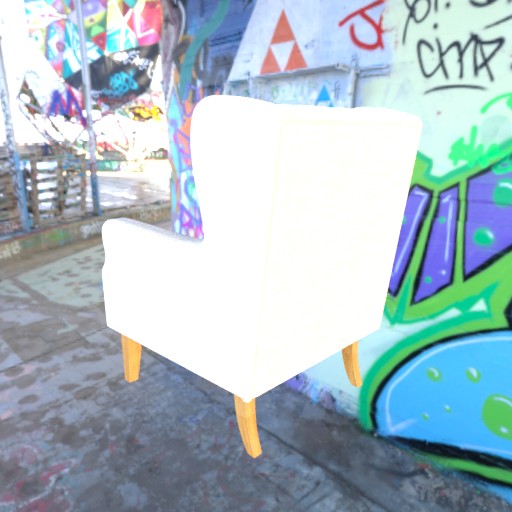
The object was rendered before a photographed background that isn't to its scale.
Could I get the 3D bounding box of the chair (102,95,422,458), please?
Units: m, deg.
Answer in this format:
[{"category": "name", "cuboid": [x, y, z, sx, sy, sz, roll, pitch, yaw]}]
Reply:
[{"category": "chair", "cuboid": [0.000, 0.000, 1.444, 0.710, 0.930, 0.760, -14, 21, -42]}]
